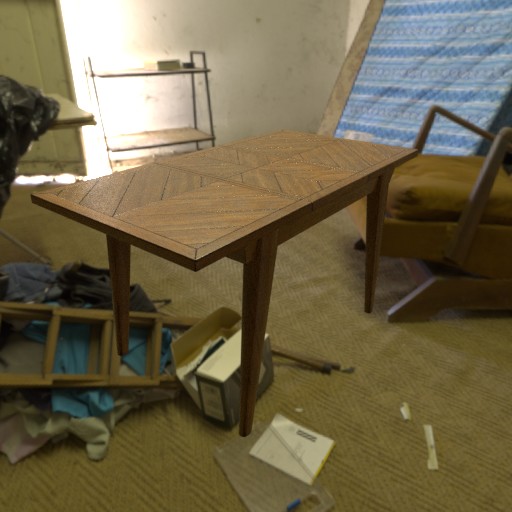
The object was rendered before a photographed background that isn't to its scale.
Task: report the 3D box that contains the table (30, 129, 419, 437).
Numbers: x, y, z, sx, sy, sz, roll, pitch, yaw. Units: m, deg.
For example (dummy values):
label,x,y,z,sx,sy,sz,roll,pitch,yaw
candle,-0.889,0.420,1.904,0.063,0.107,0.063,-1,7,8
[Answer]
label,x,y,z,sx,sy,sz,roll,pitch,yaw
table,0.000,0.000,1.885,0.757,0.760,1.400,20,33,34
